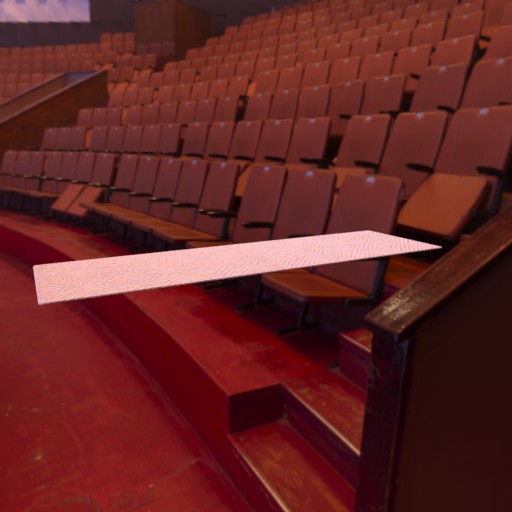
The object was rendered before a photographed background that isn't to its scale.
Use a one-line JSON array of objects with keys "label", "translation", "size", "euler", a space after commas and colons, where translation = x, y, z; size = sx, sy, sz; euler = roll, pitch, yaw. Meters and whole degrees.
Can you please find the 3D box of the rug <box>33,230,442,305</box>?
[{"label": "rug", "translation": [0.000, 0.000, 2.541], "size": [2.277, 0.008, 0.676], "euler": [-7, 15, -27]}]
